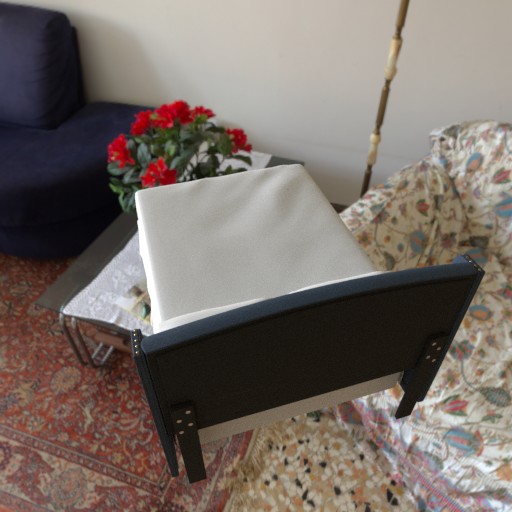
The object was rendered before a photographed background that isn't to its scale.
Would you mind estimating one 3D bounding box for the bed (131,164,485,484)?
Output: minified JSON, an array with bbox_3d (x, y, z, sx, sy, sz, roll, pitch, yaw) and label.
[{"bbox_3d":[0.000,0.000,3.178,1.710,1.407,2.237,-12,44,-12],"label":"bed"}]
